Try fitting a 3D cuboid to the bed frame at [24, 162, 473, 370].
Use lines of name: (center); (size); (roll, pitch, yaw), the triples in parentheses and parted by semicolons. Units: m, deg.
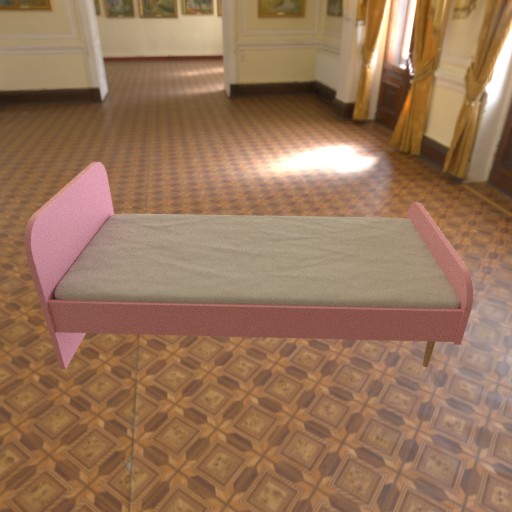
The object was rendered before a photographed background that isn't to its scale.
bed frame: (0.000, 0.000, 2.460); (1.963, 0.805, 0.998); (1, 30, 2)
